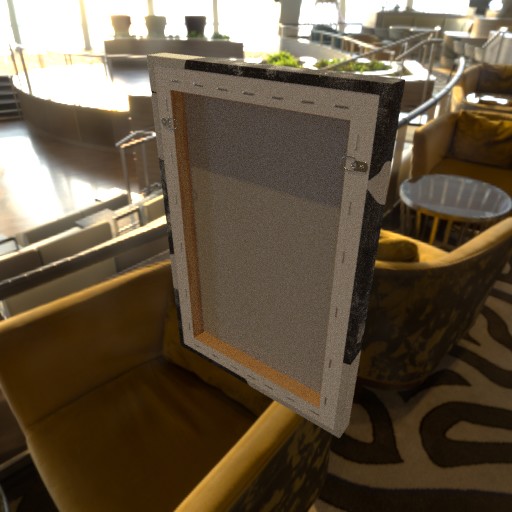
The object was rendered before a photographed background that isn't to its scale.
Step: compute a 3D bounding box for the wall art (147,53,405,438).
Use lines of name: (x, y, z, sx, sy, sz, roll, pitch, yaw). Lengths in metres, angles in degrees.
wall art: (0.000, 0.000, 0.764, 0.407, 0.610, 0.039, 21, 37, 31)
